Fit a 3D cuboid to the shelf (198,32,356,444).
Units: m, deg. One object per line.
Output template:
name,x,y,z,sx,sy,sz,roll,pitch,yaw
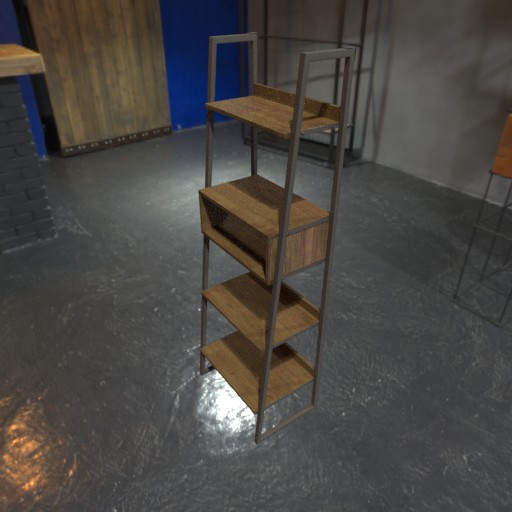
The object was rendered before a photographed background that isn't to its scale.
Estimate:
shelf,0.000,0.000,2.289,0.454,2.005,0.652,-21,38,-30
